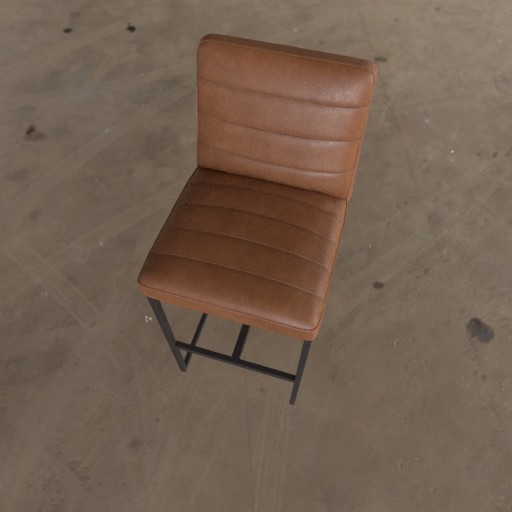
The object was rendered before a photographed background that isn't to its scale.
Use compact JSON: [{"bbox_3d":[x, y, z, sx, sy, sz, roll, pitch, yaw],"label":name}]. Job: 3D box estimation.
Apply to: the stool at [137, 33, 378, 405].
[{"bbox_3d":[0.000,0.000,1.327,0.458,1.040,0.556,14,58,9],"label":"stool"}]
